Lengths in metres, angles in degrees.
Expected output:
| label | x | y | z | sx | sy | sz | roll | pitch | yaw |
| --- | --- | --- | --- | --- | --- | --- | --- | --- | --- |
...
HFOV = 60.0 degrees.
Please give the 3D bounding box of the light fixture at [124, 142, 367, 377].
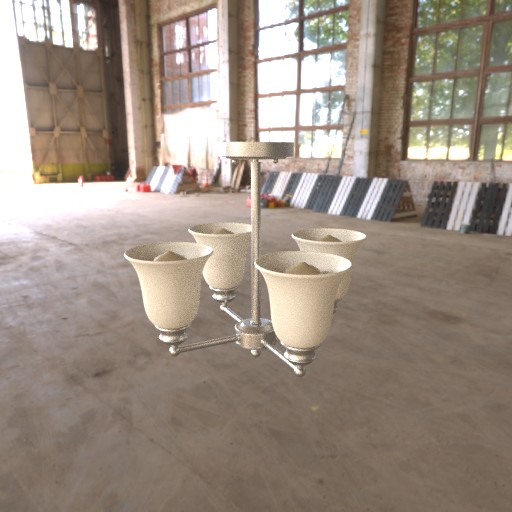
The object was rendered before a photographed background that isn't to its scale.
| label | x | y | z | sx | sy | sz | roll | pitch | yaw |
| --- | --- | --- | --- | --- | --- | --- | --- | --- | --- |
| light fixture | 0.000 | 0.000 | 0.745 | 0.427 | 0.370 | 0.427 | -7 | 15 | -25 |
